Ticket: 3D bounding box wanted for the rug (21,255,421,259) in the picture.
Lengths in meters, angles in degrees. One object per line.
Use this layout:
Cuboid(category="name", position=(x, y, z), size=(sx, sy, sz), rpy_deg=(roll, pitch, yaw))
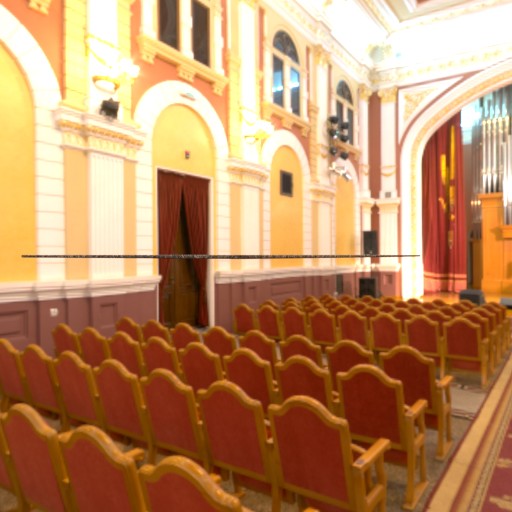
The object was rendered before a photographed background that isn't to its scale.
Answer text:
Cuboid(category="rug", position=(0.000, 0.000, 2.278), size=(1.189, 0.011, 1.808), rpy_deg=(0, 0, 35))
